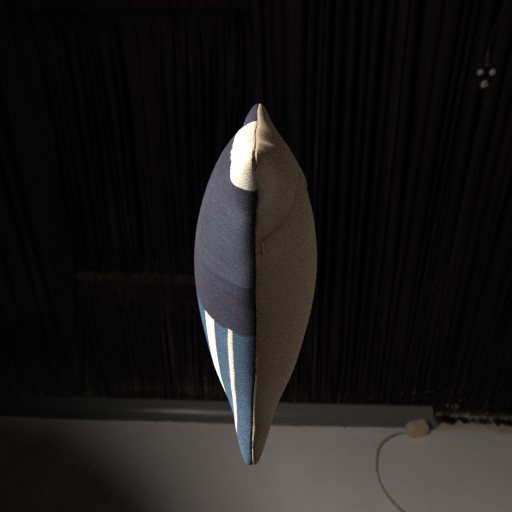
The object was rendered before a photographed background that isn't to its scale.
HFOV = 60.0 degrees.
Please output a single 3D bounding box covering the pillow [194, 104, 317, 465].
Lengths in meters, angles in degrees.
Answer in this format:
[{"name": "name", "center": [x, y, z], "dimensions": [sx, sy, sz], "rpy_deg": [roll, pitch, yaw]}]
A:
[{"name": "pillow", "center": [0.000, 0.000, 0.847], "dimensions": [0.229, 0.506, 0.536], "rpy_deg": [1, 27, 1]}]
